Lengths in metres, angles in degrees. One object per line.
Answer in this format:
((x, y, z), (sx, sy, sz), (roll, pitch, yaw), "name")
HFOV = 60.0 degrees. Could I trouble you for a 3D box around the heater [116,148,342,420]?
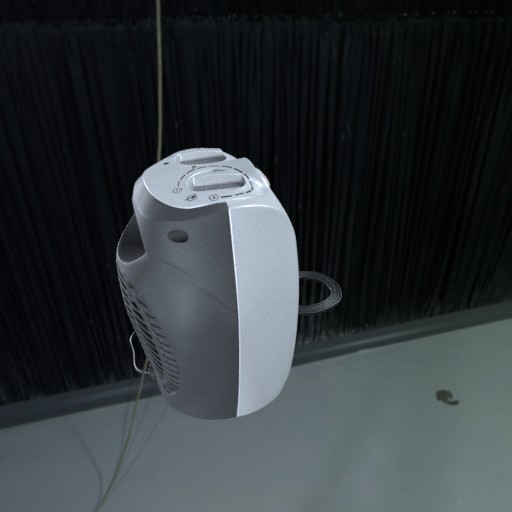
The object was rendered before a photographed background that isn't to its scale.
((0.000, 0.000, 0.477), (0.291, 0.240, 0.239), (-10, 33, -15), "heater")
